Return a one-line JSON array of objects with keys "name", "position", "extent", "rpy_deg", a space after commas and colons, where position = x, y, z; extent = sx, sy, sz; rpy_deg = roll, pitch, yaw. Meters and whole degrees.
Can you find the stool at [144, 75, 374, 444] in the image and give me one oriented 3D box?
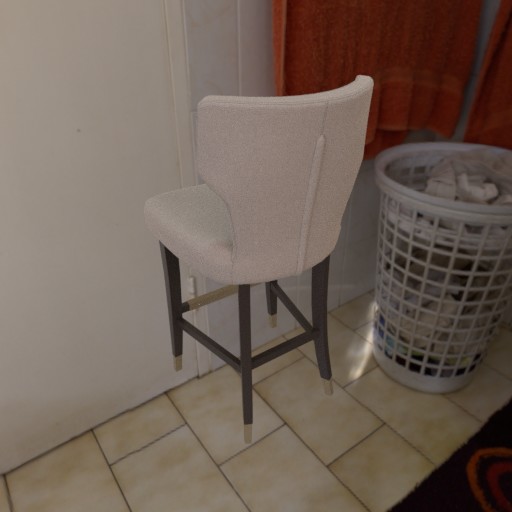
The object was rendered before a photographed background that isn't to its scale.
[{"name": "stool", "position": [0.000, 0.000, 1.428], "extent": [0.526, 1.092, 0.563], "rpy_deg": [-19, 36, -29]}]
